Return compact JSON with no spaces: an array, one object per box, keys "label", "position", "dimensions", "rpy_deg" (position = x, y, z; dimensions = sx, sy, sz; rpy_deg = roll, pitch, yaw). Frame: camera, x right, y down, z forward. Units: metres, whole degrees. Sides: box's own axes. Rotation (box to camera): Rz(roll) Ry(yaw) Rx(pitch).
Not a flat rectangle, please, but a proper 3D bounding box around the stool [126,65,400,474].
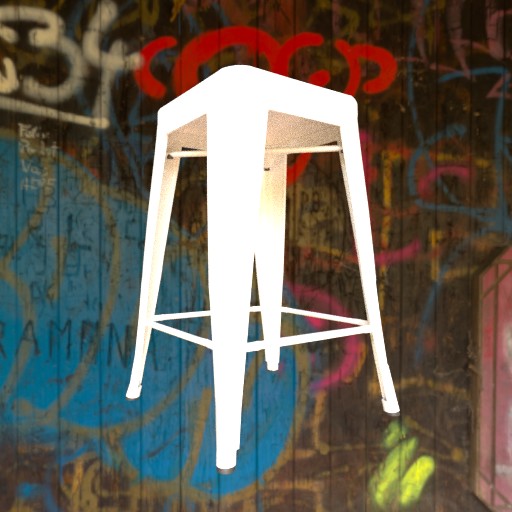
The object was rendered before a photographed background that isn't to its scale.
[{"label":"stool","position":[0.000,0.000,0.899],"dimensions":[0.406,0.610,0.406],"rpy_deg":[0,1,-35]}]
